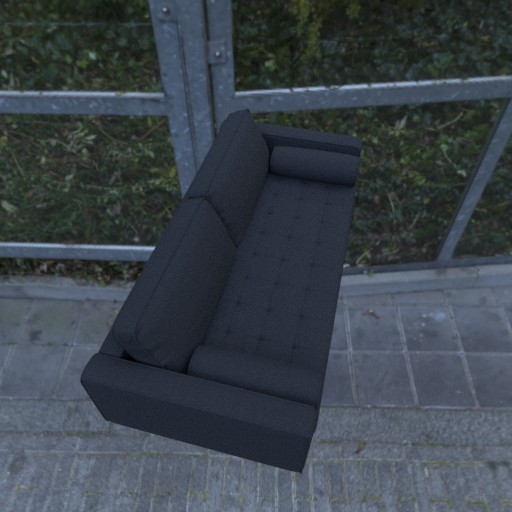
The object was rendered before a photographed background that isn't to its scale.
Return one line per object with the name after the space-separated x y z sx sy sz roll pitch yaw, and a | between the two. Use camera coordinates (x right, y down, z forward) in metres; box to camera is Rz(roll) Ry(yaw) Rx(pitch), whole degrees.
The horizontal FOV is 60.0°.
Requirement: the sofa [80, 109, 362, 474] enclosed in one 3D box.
0.000 0.000 2.327 0.914 0.759 1.875 11 49 10 | sofa
